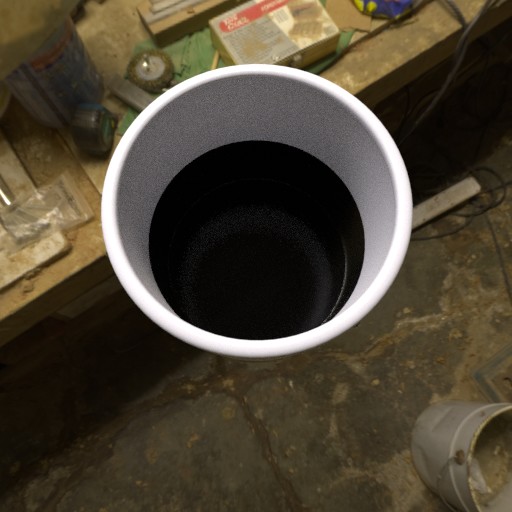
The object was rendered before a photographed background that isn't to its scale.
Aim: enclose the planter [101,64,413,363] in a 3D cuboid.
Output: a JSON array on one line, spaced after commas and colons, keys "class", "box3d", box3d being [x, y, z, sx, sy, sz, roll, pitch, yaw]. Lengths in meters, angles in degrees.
[{"class": "planter", "box3d": [0.000, 0.000, 0.631, 0.310, 0.432, 0.310, -33, 78, -8]}]
